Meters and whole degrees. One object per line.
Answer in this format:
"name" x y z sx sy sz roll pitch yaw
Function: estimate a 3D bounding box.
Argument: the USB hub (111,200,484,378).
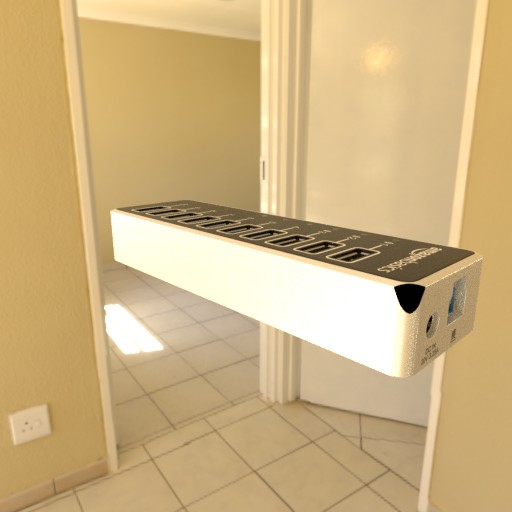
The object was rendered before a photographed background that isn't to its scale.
"USB hub" 0.000 0.000 0.164 0.044 0.023 0.145 -15 21 -42
